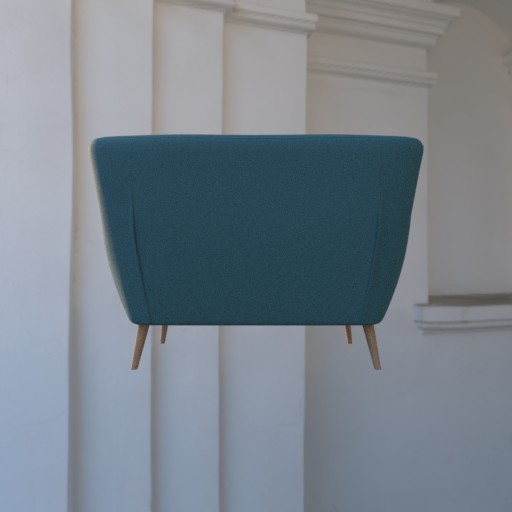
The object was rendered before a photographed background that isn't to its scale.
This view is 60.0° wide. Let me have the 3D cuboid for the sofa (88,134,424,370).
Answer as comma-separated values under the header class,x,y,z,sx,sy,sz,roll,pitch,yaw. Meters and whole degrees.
class,x,y,z,sx,sy,sz,roll,pitch,yaw
sofa,0.000,0.000,1.974,1.397,0.889,0.889,0,-1,0
